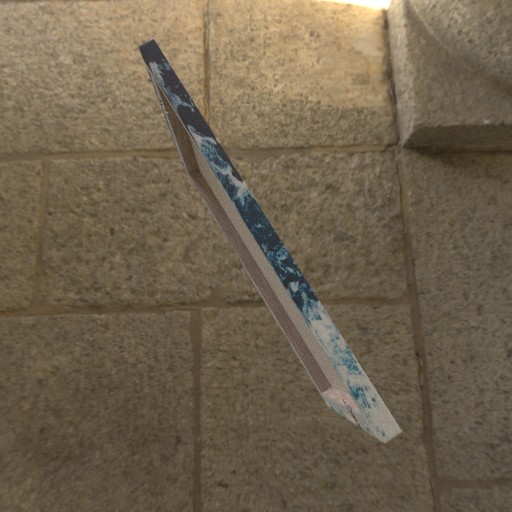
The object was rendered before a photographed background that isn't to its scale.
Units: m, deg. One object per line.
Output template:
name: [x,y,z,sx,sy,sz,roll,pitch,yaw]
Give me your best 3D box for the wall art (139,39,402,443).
wall art: [0.000,0.000,1.143,0.042,0.610,0.915,-30,79,-7]
